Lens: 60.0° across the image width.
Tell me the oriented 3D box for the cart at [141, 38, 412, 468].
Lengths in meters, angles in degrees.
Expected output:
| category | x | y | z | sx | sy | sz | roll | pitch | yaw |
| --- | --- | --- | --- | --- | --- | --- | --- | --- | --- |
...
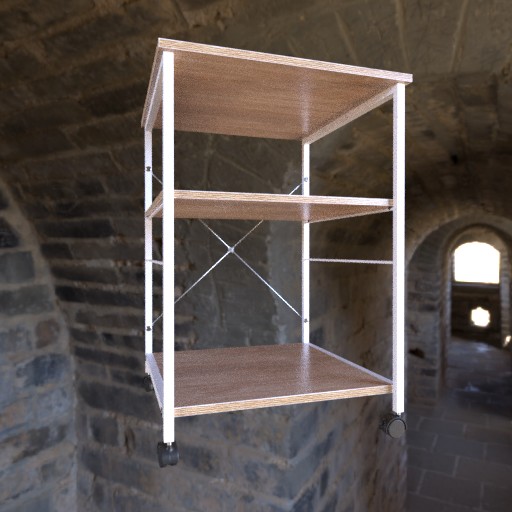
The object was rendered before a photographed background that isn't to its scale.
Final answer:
| category | x | y | z | sx | sy | sz | roll | pitch | yaw |
| --- | --- | --- | --- | --- | --- | --- | --- | --- | --- |
| cart | 0.000 | 0.000 | 1.098 | 0.521 | 0.762 | 0.520 | 0 | 0 | -18 |
